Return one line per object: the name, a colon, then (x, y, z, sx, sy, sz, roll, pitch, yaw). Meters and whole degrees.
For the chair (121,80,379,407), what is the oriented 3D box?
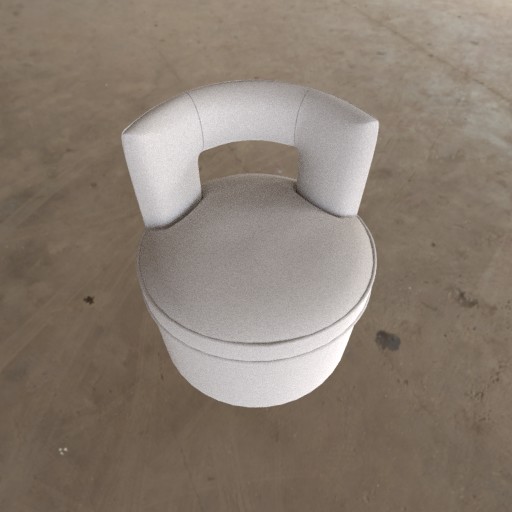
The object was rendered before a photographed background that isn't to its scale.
chair: (0.000, 0.000, 1.246, 0.650, 0.723, 0.665, -4, 48, -4)
